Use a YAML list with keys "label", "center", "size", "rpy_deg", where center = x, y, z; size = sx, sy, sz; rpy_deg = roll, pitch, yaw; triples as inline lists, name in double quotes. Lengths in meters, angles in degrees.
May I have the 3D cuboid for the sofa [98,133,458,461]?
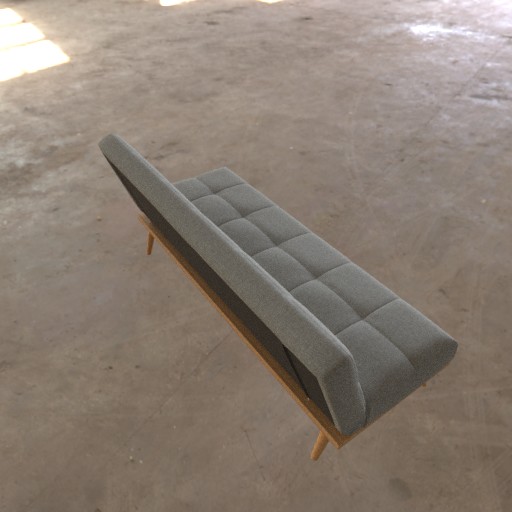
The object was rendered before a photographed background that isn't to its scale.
- label: "sofa"
  center: [0.000, 0.000, 2.186]
  size: [0.800, 0.800, 1.820]
  rpy_deg: [-25, 46, -26]
